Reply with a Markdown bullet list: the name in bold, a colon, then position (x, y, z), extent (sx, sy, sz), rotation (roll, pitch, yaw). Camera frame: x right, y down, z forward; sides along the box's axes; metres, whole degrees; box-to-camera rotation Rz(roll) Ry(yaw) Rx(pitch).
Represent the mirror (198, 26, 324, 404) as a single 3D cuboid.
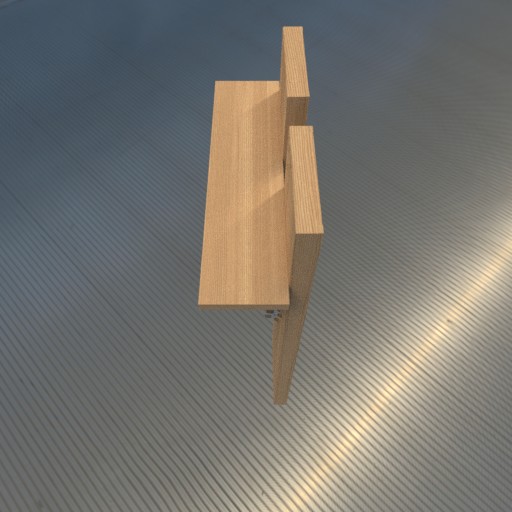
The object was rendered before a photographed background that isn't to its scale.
- **mirror**: position (0.000, 0.000, 1.562), extent (0.260, 1.250, 0.800), rotation (0, 57, 0)
